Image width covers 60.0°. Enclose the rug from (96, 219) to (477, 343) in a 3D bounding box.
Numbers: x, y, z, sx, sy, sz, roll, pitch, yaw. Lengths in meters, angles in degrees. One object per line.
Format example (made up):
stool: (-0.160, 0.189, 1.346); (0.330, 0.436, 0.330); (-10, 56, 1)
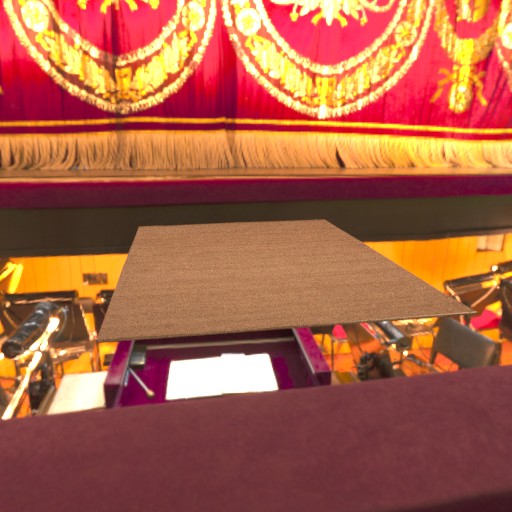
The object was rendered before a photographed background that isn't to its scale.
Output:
rug: (0.000, 0.000, 5.015); (2.873, 0.053, 3.778); (-3, 16, -9)
